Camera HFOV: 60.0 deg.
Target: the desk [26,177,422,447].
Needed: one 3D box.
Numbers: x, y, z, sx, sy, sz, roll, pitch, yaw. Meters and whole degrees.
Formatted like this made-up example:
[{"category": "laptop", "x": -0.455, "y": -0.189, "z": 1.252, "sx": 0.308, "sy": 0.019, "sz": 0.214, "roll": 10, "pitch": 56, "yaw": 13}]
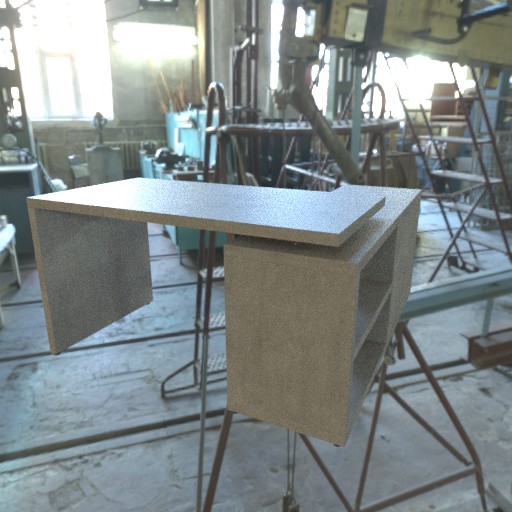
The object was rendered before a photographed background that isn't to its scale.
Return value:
[{"category": "desk", "x": 0.000, "y": 0.000, "z": 2.307, "sx": 1.400, "sy": 0.740, "sz": 1.500, "roll": 8, "pitch": 19, "yaw": 25}]
